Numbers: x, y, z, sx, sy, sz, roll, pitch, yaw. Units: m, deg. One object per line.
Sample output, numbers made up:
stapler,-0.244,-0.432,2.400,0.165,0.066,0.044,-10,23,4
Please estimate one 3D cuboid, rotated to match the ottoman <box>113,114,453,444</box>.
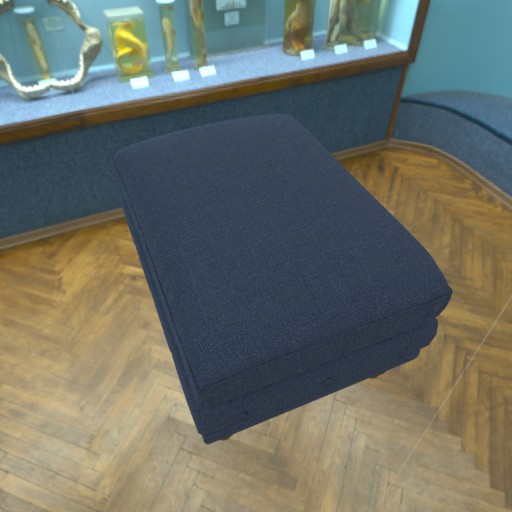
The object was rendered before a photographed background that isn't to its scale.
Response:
ottoman,0.000,0.000,1.143,0.558,0.486,0.767,-17,48,-16
